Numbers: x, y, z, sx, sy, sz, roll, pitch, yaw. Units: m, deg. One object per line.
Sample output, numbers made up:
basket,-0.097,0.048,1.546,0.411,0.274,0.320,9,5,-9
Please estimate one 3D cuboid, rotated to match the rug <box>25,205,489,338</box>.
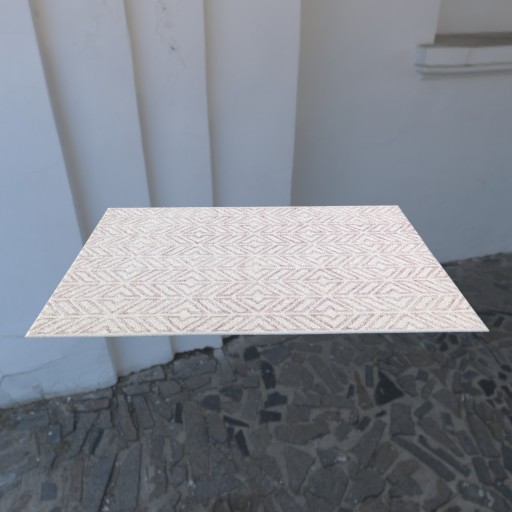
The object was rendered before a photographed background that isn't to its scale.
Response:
rug,0.000,0.000,2.268,1.828,0.007,1.220,-1,30,-1
